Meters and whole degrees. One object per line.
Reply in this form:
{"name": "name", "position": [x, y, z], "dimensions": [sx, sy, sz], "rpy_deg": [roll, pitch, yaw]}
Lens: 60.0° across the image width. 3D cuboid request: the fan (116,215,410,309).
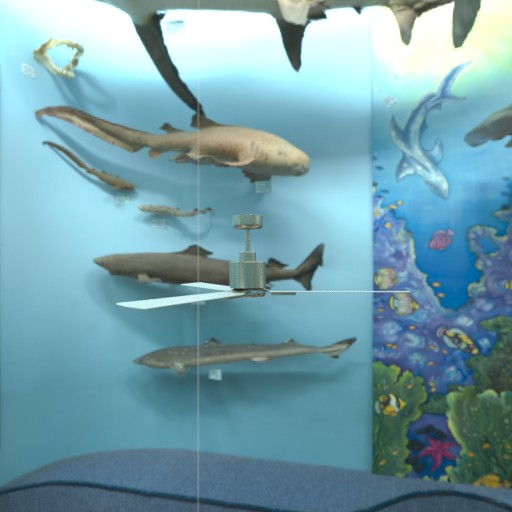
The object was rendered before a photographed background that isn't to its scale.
{"name": "fan", "position": [0.000, 0.000, 2.353], "dimensions": [1.561, 0.446, 1.531], "rpy_deg": [0, 0, 18]}
